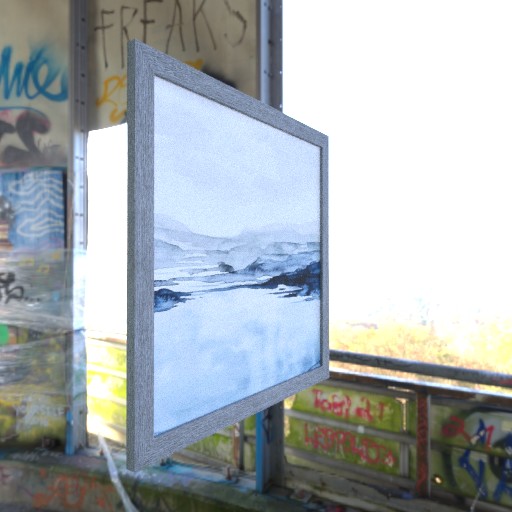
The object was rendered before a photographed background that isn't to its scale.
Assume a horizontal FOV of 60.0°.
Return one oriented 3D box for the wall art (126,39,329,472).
[{"bbox_3d":[0.000,0.000,0.983,0.020,0.685,0.685,0,0,36],"label":"wall art"}]
